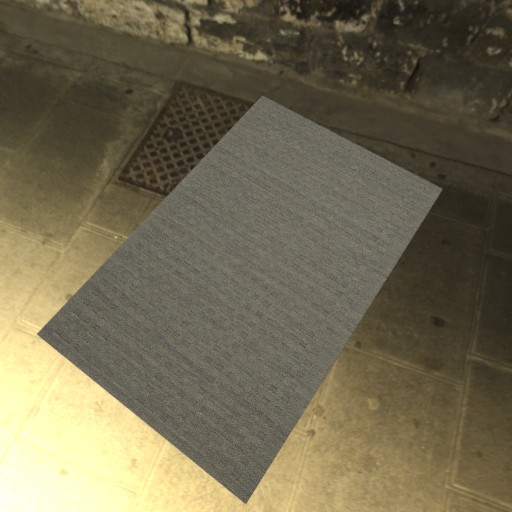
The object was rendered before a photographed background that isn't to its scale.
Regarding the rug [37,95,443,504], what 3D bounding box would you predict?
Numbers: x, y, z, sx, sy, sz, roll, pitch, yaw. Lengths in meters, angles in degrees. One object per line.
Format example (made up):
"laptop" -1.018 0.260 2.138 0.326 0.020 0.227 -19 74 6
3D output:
"rug" 0.000 0.000 2.134 1.142 0.006 1.752 32 68 15
